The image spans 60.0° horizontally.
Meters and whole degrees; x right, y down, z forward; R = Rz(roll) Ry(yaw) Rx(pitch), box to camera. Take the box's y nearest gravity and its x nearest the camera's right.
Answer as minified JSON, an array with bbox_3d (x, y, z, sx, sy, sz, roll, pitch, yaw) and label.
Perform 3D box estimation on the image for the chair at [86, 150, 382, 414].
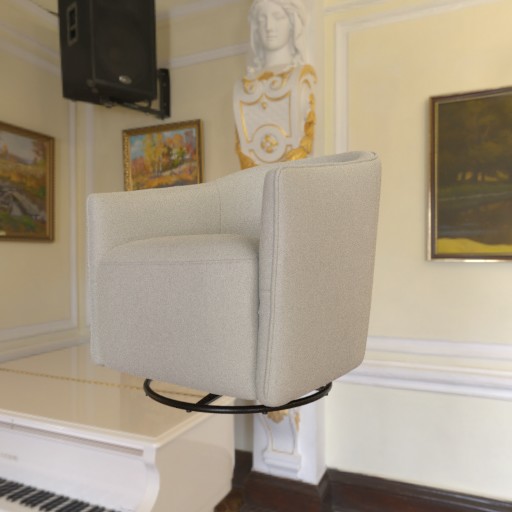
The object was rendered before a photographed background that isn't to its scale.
[{"bbox_3d":[0.000,0.000,1.458,0.747,0.799,0.875,0,-1,36],"label":"chair"}]
